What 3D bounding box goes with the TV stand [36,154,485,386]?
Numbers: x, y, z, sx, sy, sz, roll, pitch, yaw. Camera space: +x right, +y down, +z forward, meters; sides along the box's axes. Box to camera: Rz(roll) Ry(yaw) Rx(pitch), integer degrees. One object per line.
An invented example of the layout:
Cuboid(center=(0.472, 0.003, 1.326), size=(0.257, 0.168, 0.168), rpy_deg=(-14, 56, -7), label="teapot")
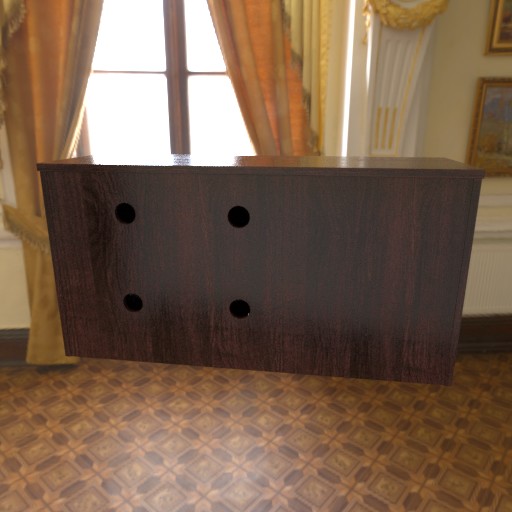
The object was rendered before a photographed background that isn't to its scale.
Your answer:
Cuboid(center=(0.000, 0.000, 1.445), size=(1.192, 0.614, 0.404), rpy_deg=(2, 17, 8), label="TV stand")
